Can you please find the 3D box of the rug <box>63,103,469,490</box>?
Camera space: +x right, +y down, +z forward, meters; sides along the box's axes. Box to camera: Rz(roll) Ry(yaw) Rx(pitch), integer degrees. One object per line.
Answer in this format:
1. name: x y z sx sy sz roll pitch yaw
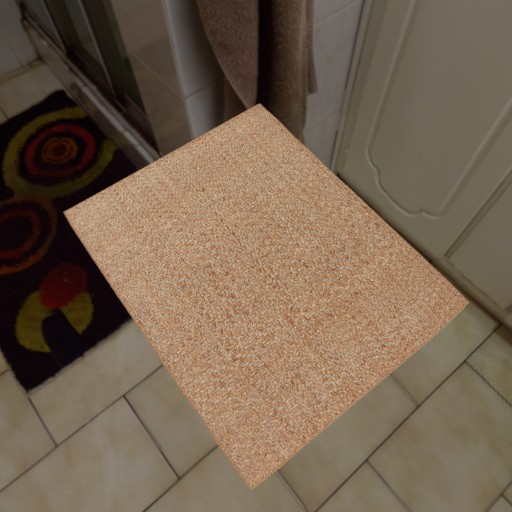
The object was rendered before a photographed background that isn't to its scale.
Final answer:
1. rug: 0.000 0.000 4.103 2.439 0.013 3.048 -34 68 -16
